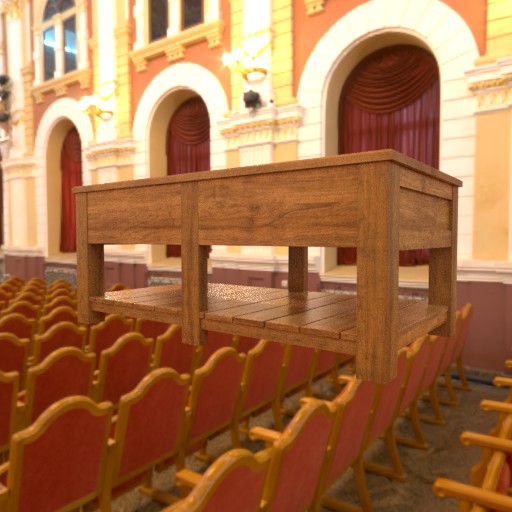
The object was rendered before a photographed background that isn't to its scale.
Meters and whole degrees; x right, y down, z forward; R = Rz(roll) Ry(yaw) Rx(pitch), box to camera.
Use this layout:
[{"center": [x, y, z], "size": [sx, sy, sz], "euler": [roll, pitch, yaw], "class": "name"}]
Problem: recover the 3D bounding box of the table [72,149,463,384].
[{"center": [0.000, 0.000, 1.486], "size": [1.150, 0.480, 0.635], "euler": [2, 3, 37], "class": "table"}]
